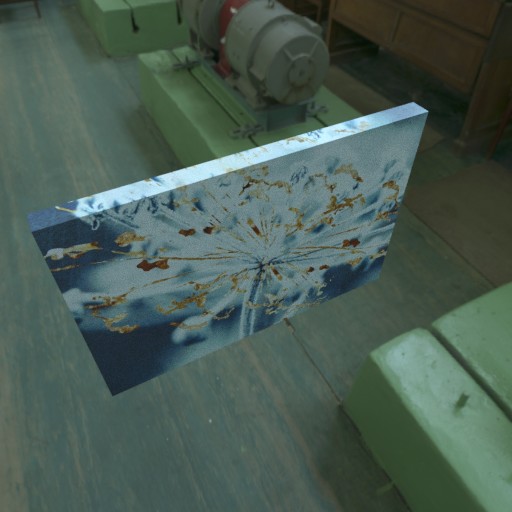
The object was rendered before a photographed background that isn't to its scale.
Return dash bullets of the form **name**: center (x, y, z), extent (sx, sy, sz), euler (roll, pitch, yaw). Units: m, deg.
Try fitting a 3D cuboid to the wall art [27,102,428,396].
- **wall art**: center (0.000, 0.000, 0.768), extent (0.607, 0.405, 0.036), euler (-21, 49, -19)
